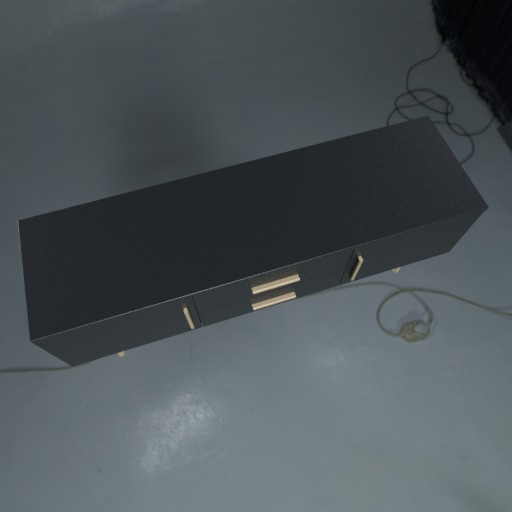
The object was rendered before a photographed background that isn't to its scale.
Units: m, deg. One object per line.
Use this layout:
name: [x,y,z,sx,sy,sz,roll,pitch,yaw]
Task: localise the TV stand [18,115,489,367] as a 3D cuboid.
TV stand: [0.000,0.000,1.511,1.312,0.518,0.390,-16,65,-8]
